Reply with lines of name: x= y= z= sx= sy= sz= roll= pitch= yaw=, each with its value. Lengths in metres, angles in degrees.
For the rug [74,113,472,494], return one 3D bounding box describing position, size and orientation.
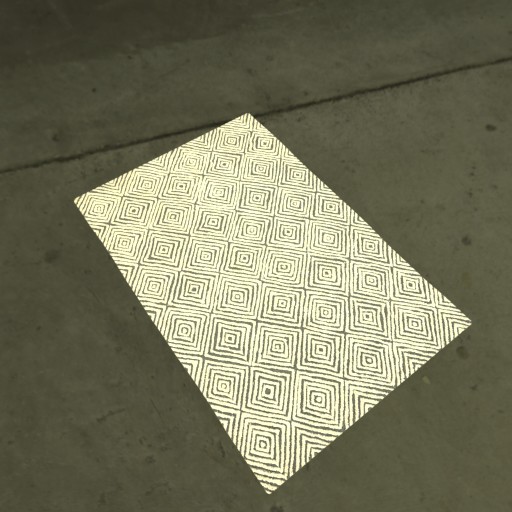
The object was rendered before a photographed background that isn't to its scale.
rug: x=0.000 y=0.000 z=2.212 sx=1.177 sy=0.004 sz=1.750 roll=-32 pitch=64 yaw=-18
